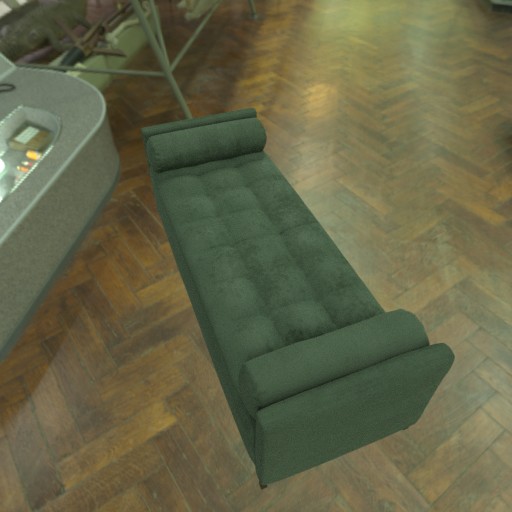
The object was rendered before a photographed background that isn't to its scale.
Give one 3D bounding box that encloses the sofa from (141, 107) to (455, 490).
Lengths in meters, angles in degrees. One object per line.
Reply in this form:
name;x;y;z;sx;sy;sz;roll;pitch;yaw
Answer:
sofa;0.000;0.000;2.440;0.817;0.681;2.130;-15;47;-15
